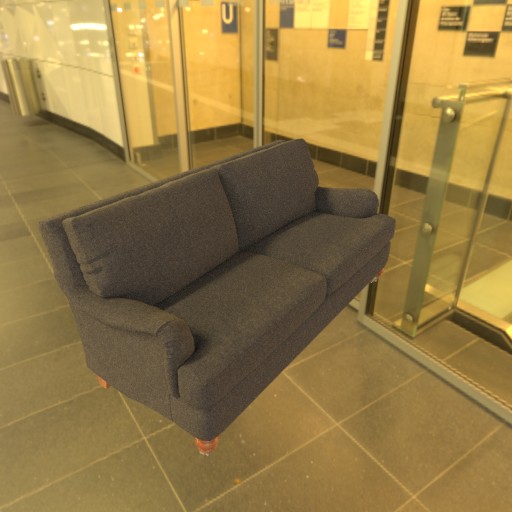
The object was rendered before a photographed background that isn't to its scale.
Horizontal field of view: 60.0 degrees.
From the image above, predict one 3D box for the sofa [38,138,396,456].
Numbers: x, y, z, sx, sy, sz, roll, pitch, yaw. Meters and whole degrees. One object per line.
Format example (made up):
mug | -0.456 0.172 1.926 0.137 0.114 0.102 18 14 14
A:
sofa | 0.000 0.000 2.784 1.087 1.054 2.160 19 33 32
